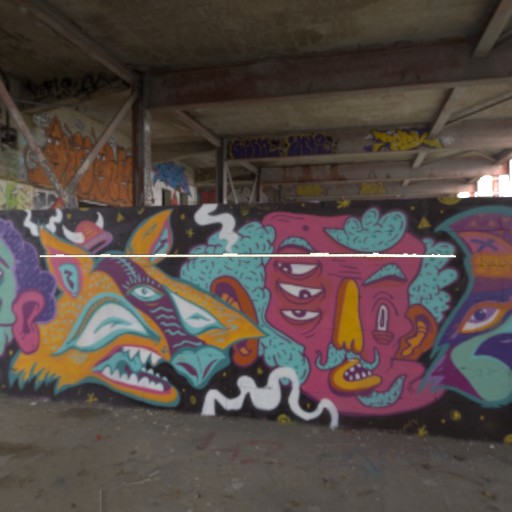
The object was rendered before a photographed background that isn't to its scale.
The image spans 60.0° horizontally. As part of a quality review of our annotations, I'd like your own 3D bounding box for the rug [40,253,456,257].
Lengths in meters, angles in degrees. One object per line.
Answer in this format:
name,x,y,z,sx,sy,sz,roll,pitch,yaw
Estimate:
rug,0.000,0.000,4.166,3.049,0.021,2.466,0,0,34
